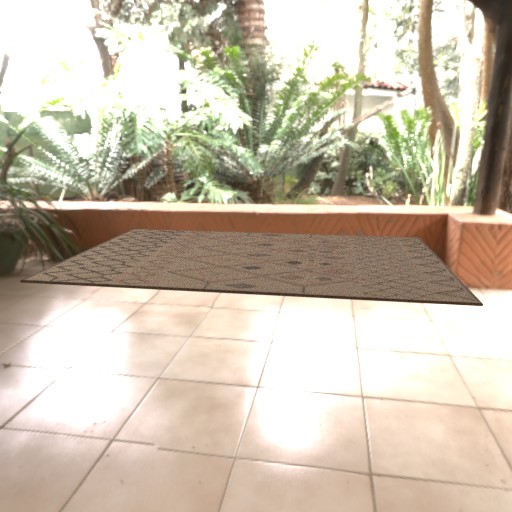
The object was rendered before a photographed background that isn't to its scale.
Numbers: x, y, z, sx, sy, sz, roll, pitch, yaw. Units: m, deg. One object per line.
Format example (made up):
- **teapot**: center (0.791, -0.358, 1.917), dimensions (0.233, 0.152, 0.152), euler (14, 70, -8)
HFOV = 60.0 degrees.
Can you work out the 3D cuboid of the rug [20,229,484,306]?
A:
- **rug**: center (0.000, 0.000, 3.025), dimensions (2.438, 0.015, 1.524), euler (2, 15, 8)
